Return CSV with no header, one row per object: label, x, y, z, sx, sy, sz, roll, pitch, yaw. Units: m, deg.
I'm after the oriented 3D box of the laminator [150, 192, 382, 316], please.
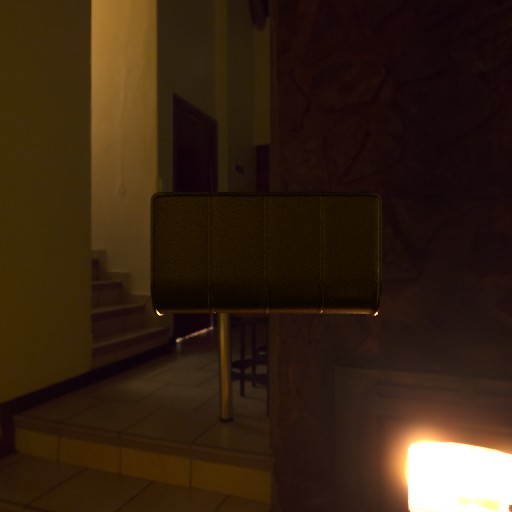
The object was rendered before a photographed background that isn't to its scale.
laminator,0.000,0.000,0.383,0.123,0.062,0.340,0,0,0
